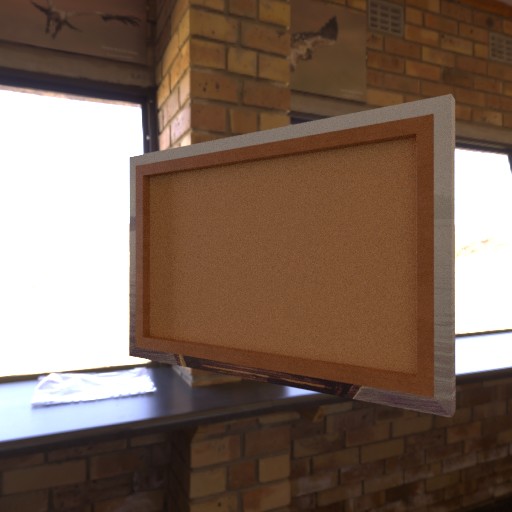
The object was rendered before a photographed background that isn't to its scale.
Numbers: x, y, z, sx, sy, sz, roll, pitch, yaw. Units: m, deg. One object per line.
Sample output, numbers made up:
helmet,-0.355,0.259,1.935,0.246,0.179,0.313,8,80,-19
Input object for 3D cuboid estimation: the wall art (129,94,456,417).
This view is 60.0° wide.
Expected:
wall art,0.000,0.000,1.106,0.916,0.609,0.037,0,0,34
